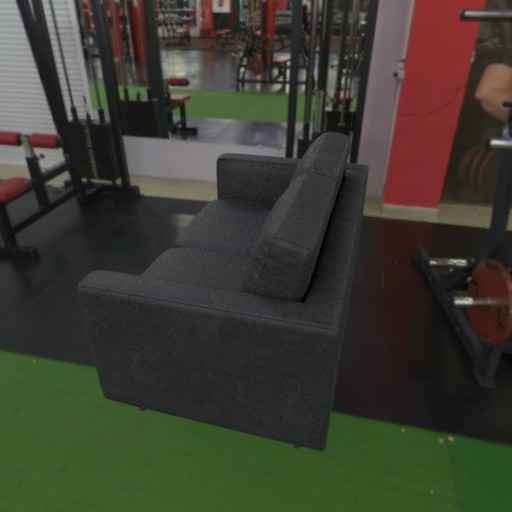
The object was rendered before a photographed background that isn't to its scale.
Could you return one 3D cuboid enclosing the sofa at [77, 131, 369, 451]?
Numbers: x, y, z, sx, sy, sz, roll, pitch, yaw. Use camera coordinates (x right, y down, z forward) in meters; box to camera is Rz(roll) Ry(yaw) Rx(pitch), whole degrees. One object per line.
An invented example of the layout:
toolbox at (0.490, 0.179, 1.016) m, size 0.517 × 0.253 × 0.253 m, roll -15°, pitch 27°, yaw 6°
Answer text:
sofa at (0.000, 0.000, 2.035) m, size 0.879 × 0.899 × 1.430 m, roll 8°, pitch 32°, yaw 13°
